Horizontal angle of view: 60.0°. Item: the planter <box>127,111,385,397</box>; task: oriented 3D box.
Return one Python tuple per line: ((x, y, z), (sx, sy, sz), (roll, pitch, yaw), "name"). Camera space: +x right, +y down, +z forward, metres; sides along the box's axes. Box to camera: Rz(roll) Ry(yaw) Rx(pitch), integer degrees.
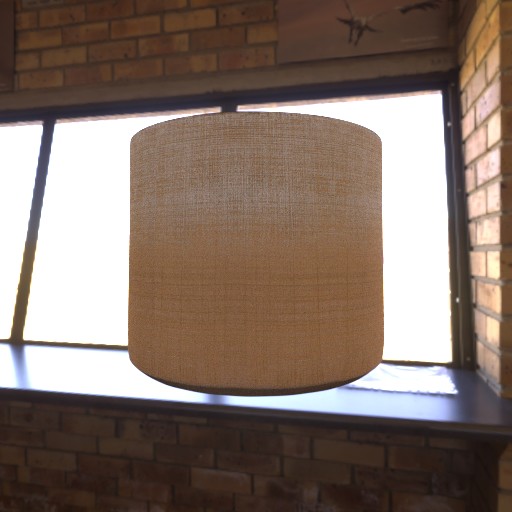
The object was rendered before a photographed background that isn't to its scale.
((0.000, 0.000, 0.454), (0.254, 0.221, 0.254), (0, 1, 0), "planter")
